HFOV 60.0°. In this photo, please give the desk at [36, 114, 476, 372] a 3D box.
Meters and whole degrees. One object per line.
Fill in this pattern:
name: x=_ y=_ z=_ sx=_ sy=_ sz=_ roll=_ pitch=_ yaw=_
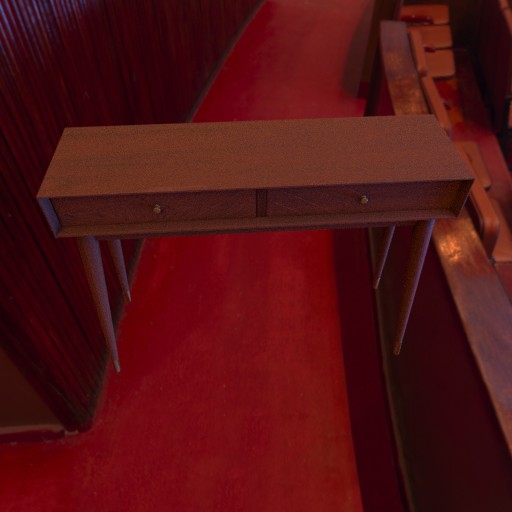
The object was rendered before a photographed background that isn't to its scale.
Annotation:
desk: x=0.000 y=0.000 z=1.657 sx=1.204 sy=0.917 sz=0.384 roll=-3 pitch=47 yaw=-3
